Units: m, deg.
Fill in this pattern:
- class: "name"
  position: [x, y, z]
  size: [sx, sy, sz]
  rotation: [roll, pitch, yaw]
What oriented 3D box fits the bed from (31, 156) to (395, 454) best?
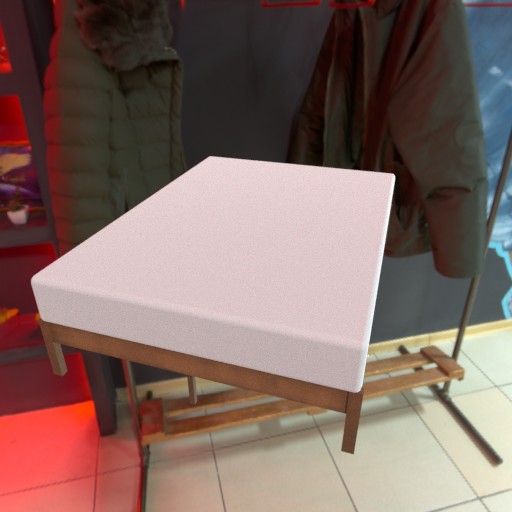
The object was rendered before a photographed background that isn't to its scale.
- class: "bed"
  position: [0.000, 0.000, 2.776]
  size: [1.529, 0.593, 2.050]
  rotation: [9, 30, 16]
